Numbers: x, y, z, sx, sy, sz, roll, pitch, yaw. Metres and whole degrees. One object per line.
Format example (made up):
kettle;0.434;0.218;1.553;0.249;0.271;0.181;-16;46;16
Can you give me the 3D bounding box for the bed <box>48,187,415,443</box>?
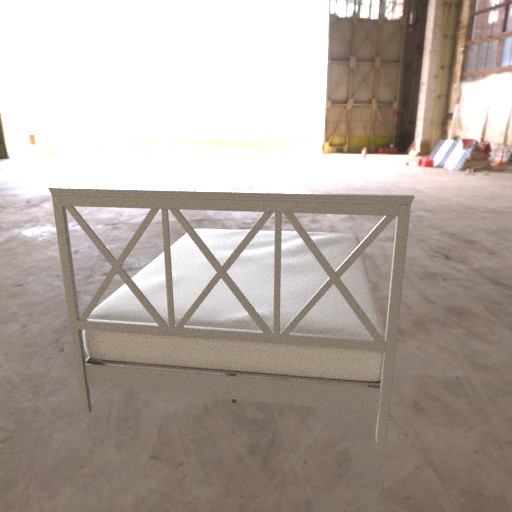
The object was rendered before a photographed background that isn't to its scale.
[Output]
bed;0.000;0.000;3.173;1.673;1.253;2.135;3;17;8
